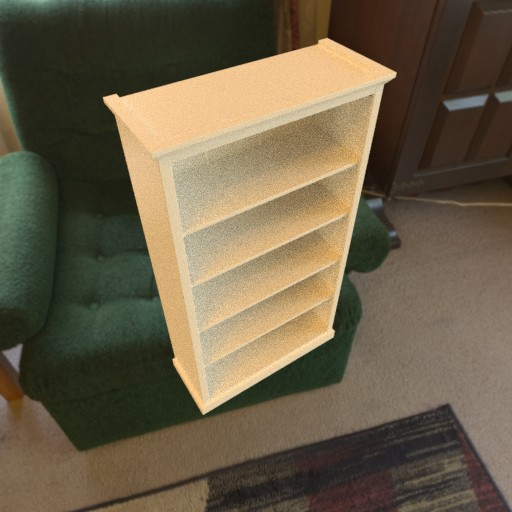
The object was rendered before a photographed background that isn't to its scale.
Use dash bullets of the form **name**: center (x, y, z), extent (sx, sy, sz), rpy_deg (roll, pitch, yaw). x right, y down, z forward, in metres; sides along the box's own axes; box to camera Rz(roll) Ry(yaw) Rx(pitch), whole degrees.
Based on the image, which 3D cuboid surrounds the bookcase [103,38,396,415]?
- **bookcase**: center (0.000, 0.000, 2.361), extent (1.050, 1.880, 0.432), rpy_deg (-25, 51, -22)
